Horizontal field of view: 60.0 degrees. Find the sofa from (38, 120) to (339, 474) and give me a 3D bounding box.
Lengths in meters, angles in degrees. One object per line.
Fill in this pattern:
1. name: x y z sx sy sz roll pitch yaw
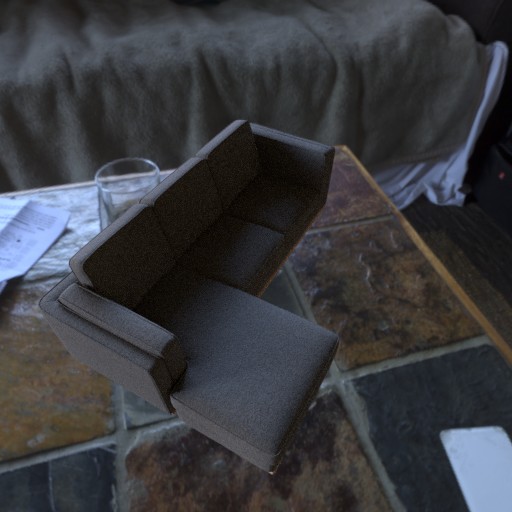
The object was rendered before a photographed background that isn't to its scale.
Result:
1. sofa: 0.000 0.000 3.179 1.604 0.929 2.411 22 50 20
